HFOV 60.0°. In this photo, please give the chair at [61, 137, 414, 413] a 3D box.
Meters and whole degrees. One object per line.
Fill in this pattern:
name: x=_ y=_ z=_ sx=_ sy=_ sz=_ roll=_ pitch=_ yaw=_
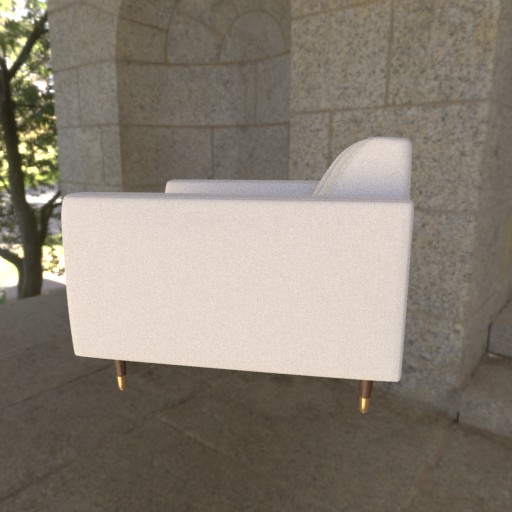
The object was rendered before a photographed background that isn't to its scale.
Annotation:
chair: x=0.000 y=0.000 z=1.640 sx=0.998 sy=0.819 sz=0.953 roll=2 pitch=13 yaw=10
